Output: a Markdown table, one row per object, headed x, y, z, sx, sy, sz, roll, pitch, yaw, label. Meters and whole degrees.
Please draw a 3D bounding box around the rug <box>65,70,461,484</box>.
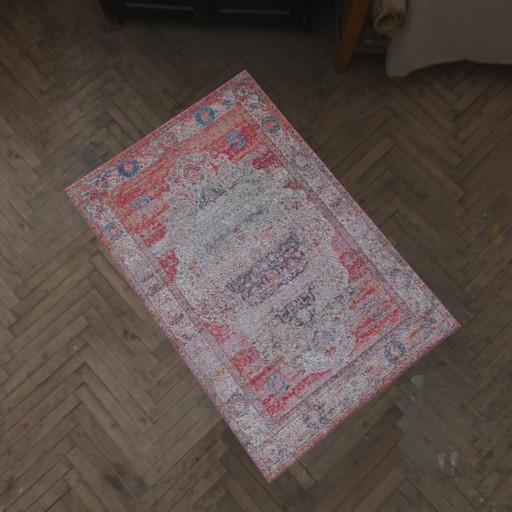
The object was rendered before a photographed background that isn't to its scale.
| x | y | z | sx | sy | sz | roll | pitch | yaw | label |
| --- | --- | --- | --- | --- | --- | --- | --- | --- | --- |
| 0.000 | 0.000 | 2.315 | 1.219 | 0.006 | 1.829 | -36 | 80 | -7 | rug |
